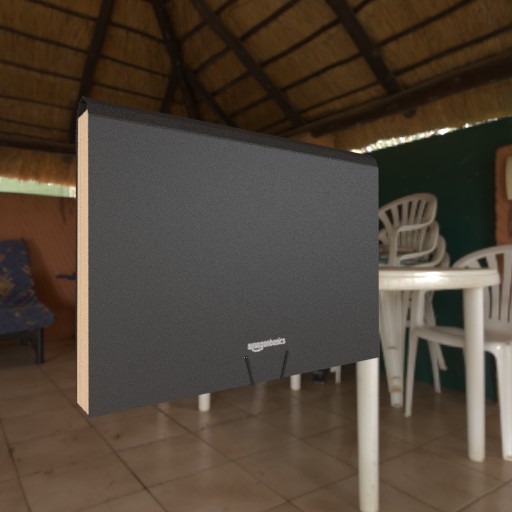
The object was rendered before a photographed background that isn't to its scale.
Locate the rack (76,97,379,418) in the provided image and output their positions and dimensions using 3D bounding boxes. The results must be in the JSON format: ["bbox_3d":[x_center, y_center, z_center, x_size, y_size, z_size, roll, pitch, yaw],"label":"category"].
[{"bbox_3d":[0.000,0.000,0.436,0.330,0.241,0.041,0,0,-36],"label":"rack"}]
